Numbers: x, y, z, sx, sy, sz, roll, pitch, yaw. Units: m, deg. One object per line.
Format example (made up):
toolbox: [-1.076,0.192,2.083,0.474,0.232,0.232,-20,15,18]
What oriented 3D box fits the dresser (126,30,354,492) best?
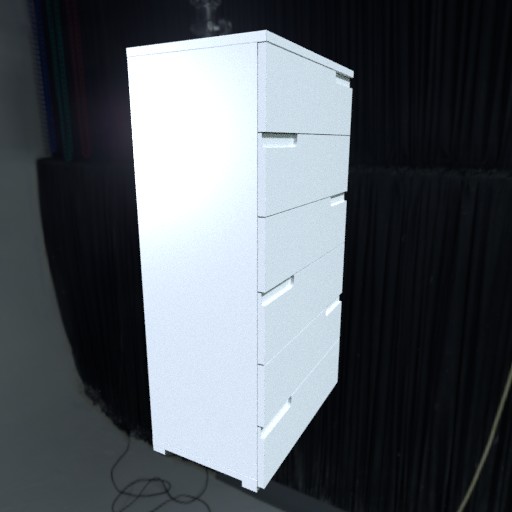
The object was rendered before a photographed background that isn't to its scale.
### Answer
dresser: [0.000,0.000,1.460,0.400,1.190,0.650,8,16,27]
